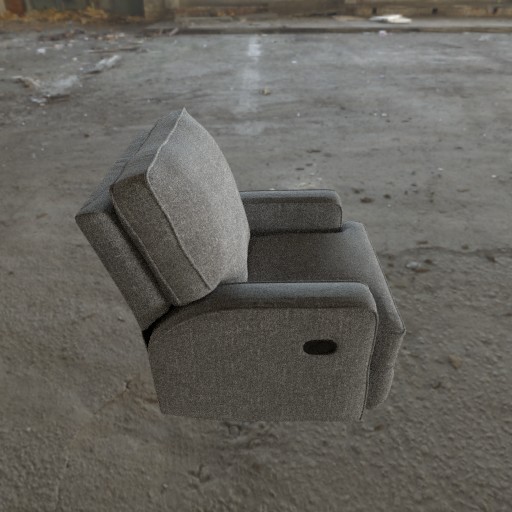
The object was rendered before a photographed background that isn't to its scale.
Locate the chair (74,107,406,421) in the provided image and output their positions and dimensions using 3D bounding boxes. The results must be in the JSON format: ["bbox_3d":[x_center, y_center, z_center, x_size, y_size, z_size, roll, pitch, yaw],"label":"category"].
[{"bbox_3d":[0.000,0.000,1.674,0.964,0.962,0.861,0,33,1],"label":"chair"}]
